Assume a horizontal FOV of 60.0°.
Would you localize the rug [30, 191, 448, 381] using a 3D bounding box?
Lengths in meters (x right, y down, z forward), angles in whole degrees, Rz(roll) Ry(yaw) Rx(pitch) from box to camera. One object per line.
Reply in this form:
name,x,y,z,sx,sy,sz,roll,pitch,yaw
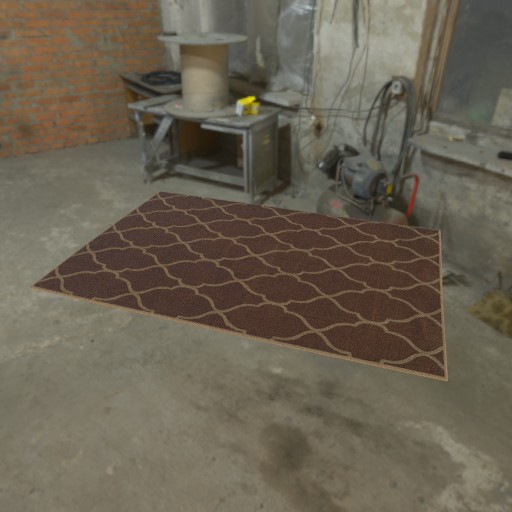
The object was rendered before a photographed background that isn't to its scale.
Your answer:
rug,0.000,0.000,2.887,2.294,0.014,1.528,10,32,16
